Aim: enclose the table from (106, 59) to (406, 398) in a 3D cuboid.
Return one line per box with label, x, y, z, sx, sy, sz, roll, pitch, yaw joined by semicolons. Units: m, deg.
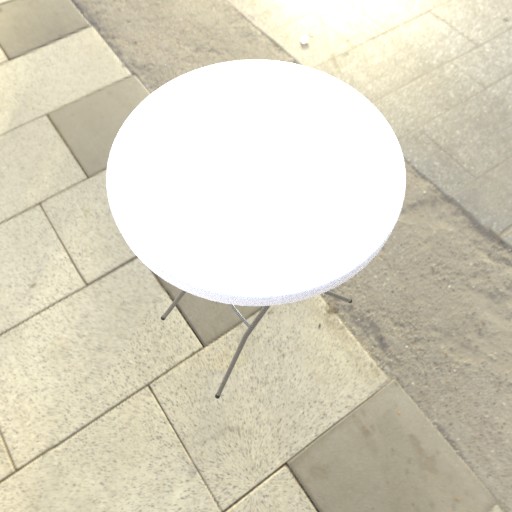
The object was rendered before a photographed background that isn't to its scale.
table;0.000;0.000;1.667;0.795;1.105;0.792;-34;68;-16
